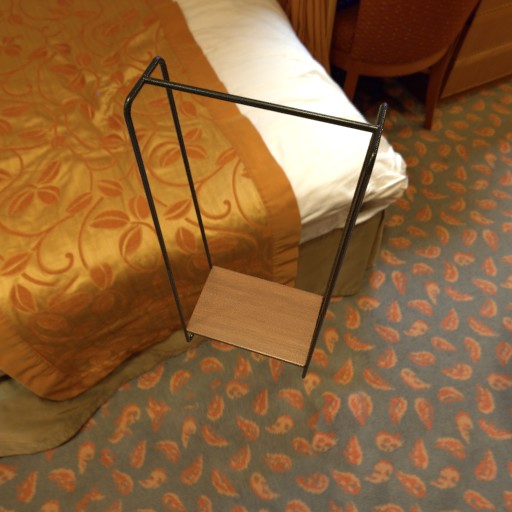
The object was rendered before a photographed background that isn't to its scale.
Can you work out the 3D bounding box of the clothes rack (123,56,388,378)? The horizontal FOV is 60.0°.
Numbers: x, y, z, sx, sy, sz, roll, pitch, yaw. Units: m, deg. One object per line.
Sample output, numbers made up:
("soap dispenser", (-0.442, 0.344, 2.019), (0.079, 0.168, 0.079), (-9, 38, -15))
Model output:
("clothes rack", (0.000, 0.000, 1.747), (0.640, 1.500, 0.400), (15, 60, 9))
